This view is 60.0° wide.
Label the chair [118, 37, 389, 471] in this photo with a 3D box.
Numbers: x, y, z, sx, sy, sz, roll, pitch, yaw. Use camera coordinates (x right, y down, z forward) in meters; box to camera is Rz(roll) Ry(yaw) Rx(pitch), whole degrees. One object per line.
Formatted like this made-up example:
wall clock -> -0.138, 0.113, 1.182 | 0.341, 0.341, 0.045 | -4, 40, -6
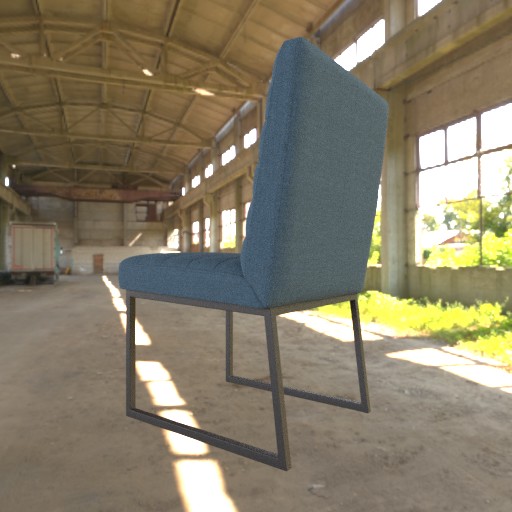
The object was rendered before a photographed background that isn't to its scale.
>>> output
chair -> 0.000, 0.000, 1.293 | 0.634, 0.930, 0.520 | 0, 0, 37
